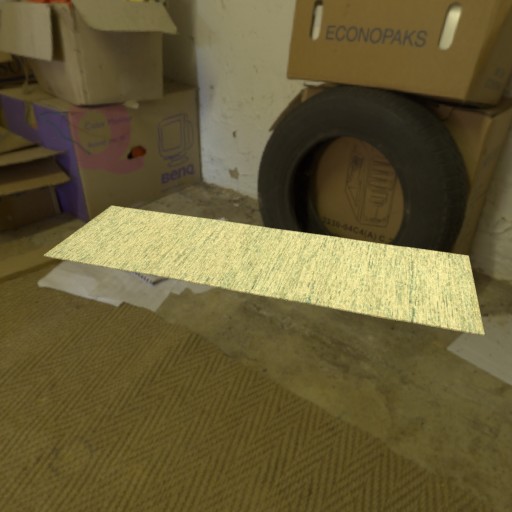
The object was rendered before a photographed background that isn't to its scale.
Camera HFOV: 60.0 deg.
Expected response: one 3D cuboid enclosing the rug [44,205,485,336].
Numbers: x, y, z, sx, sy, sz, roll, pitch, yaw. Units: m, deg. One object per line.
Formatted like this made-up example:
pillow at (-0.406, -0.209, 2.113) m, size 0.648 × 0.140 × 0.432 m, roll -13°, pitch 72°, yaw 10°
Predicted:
rug at (0.000, 0.000, 2.491) m, size 2.290 × 0.014 × 0.700 m, roll 9°, pitch 33°, yaw 14°
